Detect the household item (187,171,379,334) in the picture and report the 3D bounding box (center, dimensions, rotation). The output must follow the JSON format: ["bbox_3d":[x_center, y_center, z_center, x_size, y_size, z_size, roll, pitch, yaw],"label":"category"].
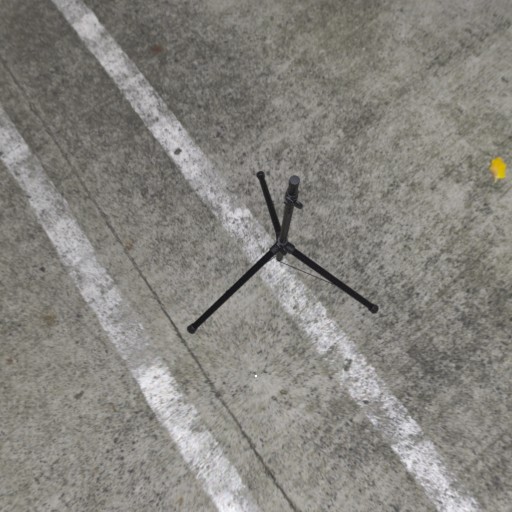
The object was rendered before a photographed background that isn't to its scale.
[{"bbox_3d":[0.000,0.000,1.917,0.907,1.136,1.045,-35,78,-9],"label":"household item"}]
